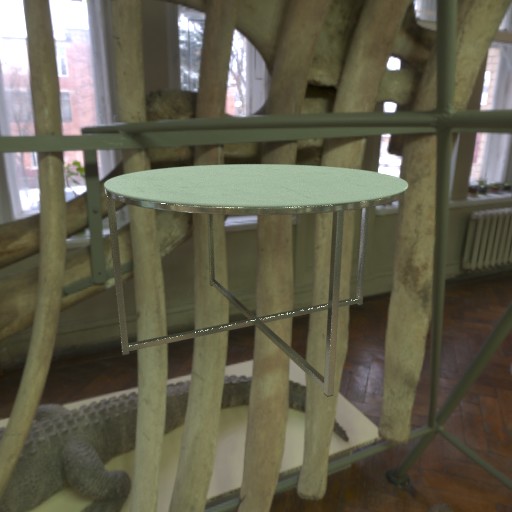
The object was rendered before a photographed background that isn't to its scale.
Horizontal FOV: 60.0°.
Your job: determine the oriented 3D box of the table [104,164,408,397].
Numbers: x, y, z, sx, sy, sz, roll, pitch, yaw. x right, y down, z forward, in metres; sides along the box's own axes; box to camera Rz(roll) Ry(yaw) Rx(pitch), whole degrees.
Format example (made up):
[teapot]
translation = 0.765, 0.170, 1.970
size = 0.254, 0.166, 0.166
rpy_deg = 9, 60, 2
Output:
[table]
translation = 0.000, 0.000, 1.292
size = 0.800, 0.450, 0.800
rpy_deg = 0, 17, 0
